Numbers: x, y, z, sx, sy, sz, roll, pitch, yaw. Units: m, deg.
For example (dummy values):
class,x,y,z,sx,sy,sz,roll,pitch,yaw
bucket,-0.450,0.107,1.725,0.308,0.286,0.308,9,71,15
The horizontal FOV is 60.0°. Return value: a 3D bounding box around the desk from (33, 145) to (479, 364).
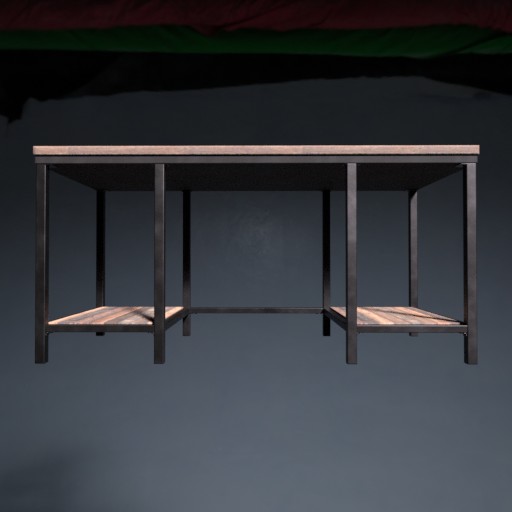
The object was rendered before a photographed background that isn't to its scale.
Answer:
class,x,y,z,sx,sy,sz,roll,pitch,yaw
desk,0.000,0.000,1.833,1.538,0.753,0.617,0,-1,0
